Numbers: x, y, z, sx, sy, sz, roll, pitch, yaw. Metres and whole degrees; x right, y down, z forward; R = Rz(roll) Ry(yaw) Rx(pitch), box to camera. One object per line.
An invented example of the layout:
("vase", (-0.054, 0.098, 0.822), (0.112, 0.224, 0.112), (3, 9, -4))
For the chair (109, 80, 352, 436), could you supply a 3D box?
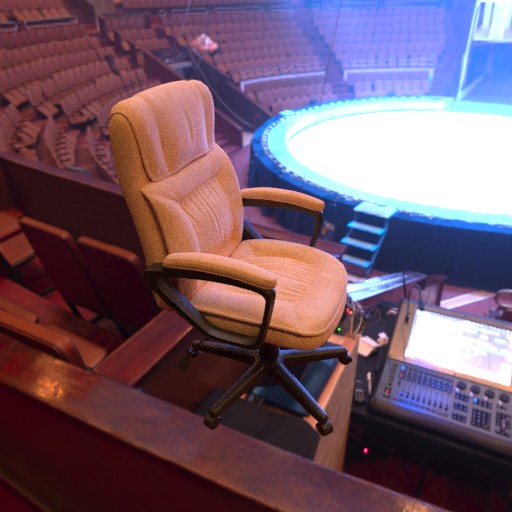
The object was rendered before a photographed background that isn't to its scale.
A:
("chair", (0.000, 0.000, 1.556), (0.724, 1.105, 0.667), (11, 31, 18))
